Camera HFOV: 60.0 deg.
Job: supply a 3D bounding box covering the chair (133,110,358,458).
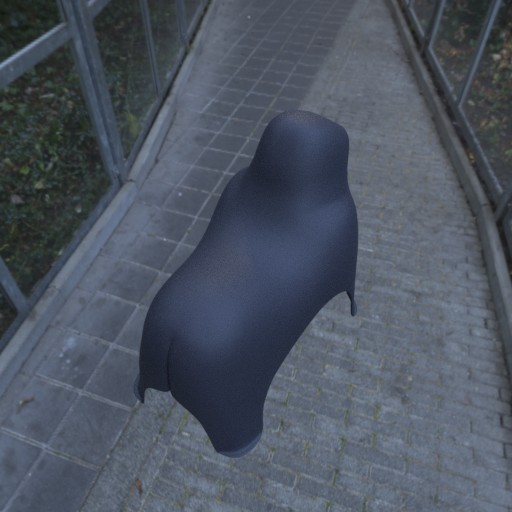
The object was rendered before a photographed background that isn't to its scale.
[{"bbox_3d":[0.000,0.000,1.146,0.490,0.600,0.758,24,50,22],"label":"chair"}]
